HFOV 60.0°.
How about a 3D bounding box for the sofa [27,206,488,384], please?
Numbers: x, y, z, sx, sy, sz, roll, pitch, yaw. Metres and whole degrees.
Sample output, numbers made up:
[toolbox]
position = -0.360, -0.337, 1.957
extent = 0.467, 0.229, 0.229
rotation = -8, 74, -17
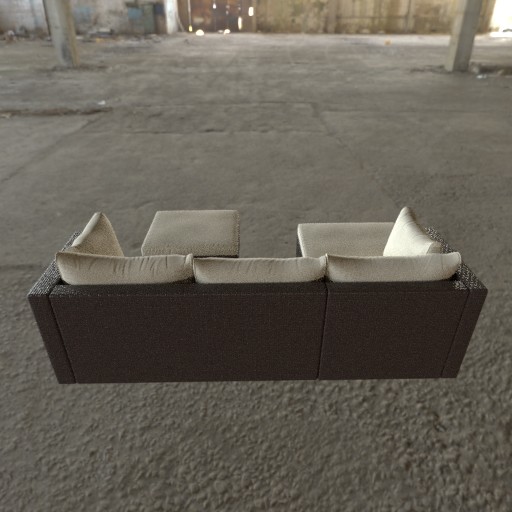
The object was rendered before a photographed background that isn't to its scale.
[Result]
[sofa]
position = 0.000, 0.000, 2.914
extent = 2.192, 0.766, 1.612
rotation = -1, 29, -1
